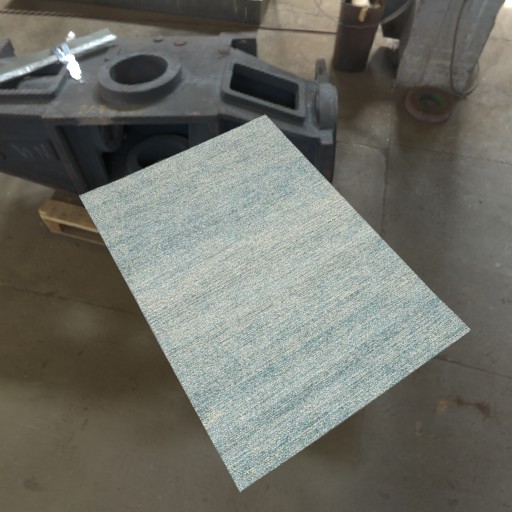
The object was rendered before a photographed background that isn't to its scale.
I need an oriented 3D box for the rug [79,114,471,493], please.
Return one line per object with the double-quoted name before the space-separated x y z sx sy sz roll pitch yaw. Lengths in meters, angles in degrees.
"rug" 0.000 0.000 2.915 1.611 0.026 2.260 -28 62 -17
